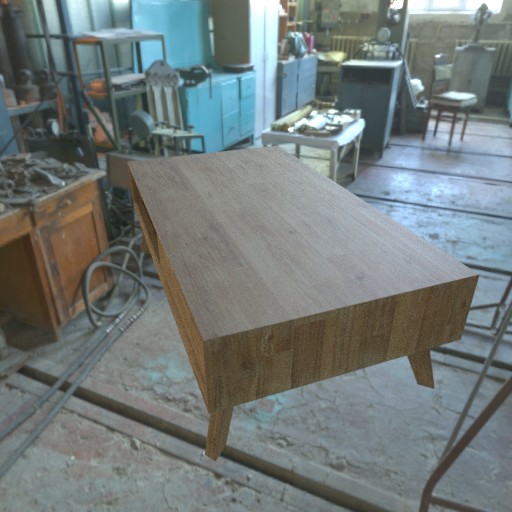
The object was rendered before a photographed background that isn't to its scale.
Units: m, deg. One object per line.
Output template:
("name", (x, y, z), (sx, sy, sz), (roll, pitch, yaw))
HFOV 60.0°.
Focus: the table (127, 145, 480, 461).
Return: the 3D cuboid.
("table", (0.000, 0.000, 2.058), (0.918, 0.531, 1.619), (-11, 31, -18))
